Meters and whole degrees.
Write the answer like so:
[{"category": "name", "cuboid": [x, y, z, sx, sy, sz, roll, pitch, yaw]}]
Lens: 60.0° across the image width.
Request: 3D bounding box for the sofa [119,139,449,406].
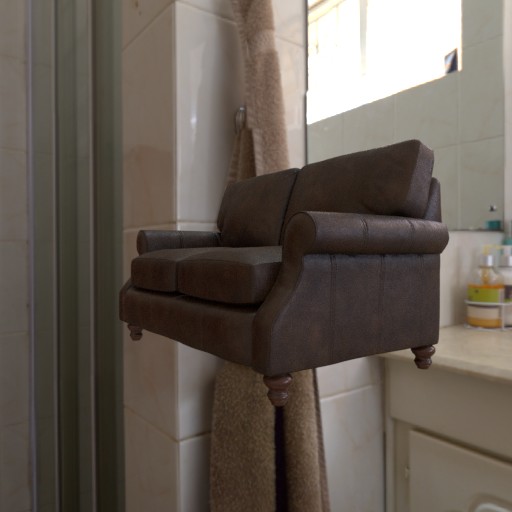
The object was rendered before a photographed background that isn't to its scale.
[{"category": "sofa", "cuboid": [0.000, 0.000, 2.239, 0.990, 0.976, 1.616, 0, 0, -35]}]
